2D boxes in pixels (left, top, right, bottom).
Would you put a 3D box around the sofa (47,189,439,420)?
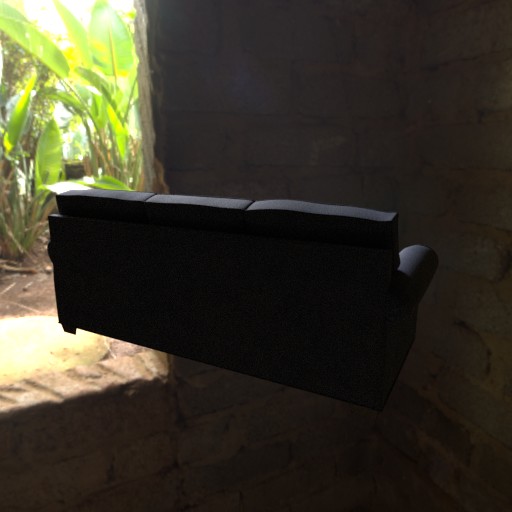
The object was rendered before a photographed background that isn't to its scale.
[{"bbox_3d":[0.000,0.000,3.374,2.567,1.063,1.780,7,16,27],"label":"sofa"}]
